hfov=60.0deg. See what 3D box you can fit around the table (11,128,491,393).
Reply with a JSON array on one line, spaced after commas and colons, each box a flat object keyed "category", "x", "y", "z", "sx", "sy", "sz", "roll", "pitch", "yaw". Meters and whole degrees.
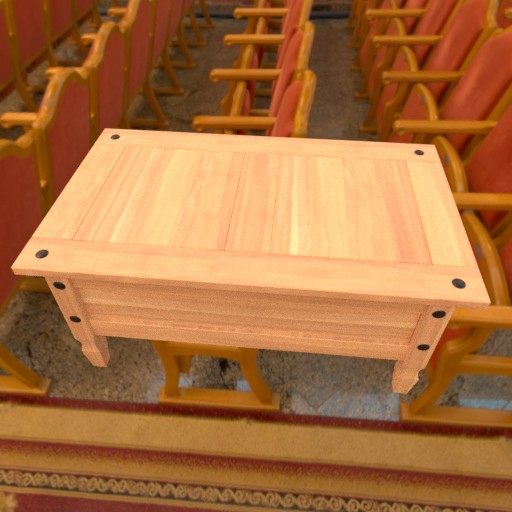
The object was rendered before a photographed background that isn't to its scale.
[{"category": "table", "x": 0.000, "y": 0.000, "z": 1.279, "sx": 1.000, "sy": 0.437, "sz": 0.600, "roll": 4, "pitch": 45, "yaw": 4}]
